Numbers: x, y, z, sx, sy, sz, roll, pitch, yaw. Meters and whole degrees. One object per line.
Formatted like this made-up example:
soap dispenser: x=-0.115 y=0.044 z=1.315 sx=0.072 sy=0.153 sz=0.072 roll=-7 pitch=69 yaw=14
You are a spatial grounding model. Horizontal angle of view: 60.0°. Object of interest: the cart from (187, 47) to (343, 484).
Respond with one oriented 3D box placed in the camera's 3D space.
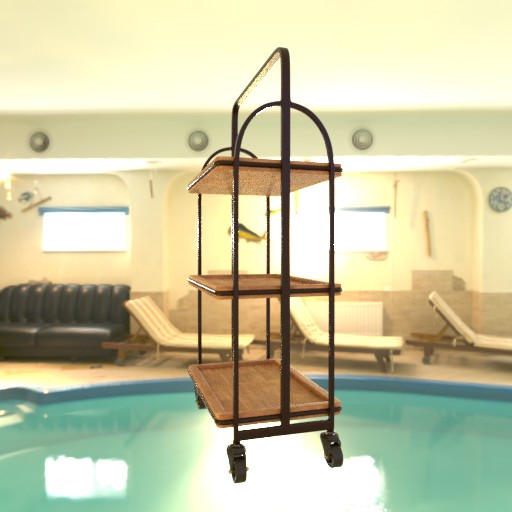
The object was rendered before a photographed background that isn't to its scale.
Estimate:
cart: x=0.000 y=0.000 z=1.255 sx=0.327 sy=1.001 sz=0.553 roll=0 pitch=1 yaw=-17
